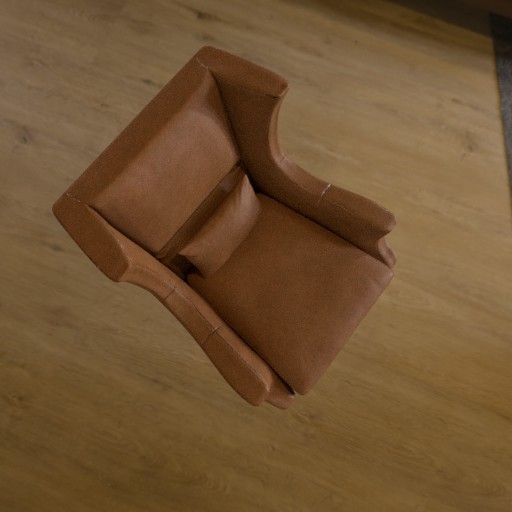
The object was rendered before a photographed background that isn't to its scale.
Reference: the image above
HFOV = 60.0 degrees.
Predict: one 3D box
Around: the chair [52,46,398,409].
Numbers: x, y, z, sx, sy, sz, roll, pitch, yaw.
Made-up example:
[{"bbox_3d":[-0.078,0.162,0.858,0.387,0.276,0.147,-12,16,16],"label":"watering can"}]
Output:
[{"bbox_3d":[0.000,0.000,1.674,0.925,1.016,0.852,38,80,8],"label":"chair"}]
